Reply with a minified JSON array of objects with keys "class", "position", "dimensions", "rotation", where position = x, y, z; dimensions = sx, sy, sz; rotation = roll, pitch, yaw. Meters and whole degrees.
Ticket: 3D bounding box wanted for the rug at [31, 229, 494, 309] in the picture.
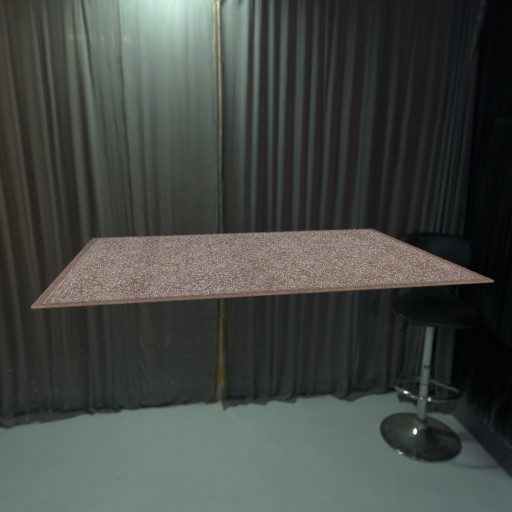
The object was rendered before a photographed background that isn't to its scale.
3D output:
[{"class":"rug","position":[0.000,0.000,2.868],"dimensions":[2.286,0.011,1.524],"rotation":[-2,14,-10]}]
